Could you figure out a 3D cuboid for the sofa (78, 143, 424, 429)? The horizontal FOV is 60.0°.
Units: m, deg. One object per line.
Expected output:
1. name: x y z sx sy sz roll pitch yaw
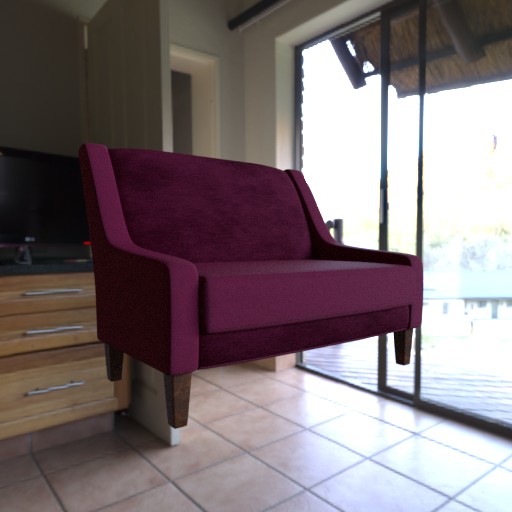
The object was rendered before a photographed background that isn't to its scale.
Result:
1. sofa: 0.000 0.000 1.931 1.242 0.976 0.946 -1 2 -37
